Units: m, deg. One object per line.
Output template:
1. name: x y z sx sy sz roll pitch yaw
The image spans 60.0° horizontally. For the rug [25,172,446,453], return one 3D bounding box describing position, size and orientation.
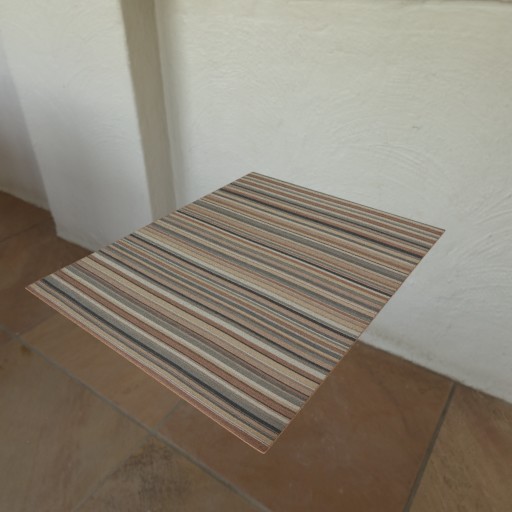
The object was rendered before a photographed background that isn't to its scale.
1. rug: 0.000 0.000 4.015 2.436 0.011 3.045 23 40 30
